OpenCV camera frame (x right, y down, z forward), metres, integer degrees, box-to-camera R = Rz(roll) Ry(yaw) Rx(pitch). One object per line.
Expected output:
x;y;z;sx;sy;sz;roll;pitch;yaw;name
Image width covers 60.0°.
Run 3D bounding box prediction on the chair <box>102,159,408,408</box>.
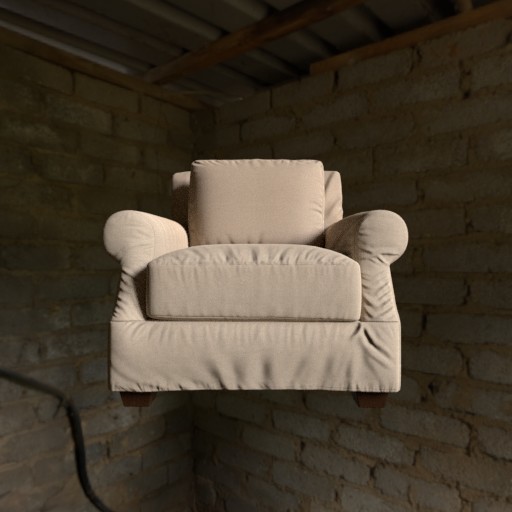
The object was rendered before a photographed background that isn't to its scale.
0.000;0.000;1.721;0.940;0.866;1.066;0;0;1;chair
